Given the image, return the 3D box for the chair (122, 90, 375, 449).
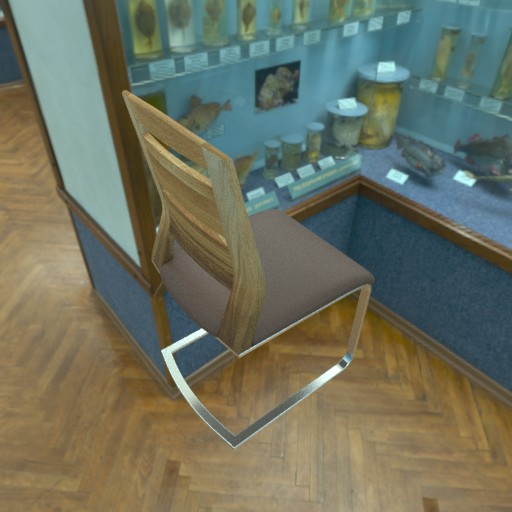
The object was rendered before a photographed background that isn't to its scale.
[{"bbox_3d":[0.000,0.000,1.281,0.570,0.970,0.460,-26,46,-28],"label":"chair"}]
